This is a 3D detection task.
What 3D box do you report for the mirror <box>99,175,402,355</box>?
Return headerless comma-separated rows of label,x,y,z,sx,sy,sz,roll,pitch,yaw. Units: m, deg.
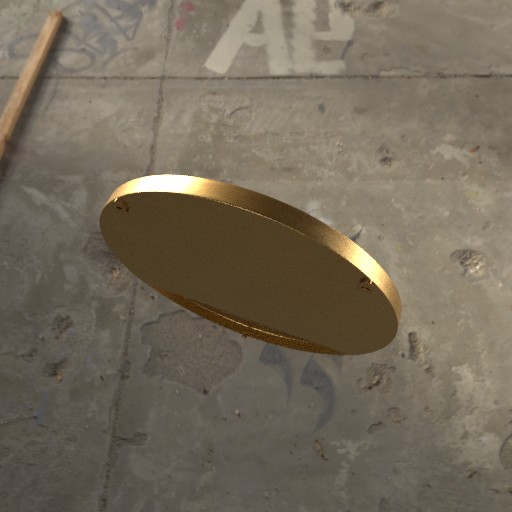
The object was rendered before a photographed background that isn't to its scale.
mirror,0.000,0.000,0.694,0.457,0.457,0.133,18,64,9
